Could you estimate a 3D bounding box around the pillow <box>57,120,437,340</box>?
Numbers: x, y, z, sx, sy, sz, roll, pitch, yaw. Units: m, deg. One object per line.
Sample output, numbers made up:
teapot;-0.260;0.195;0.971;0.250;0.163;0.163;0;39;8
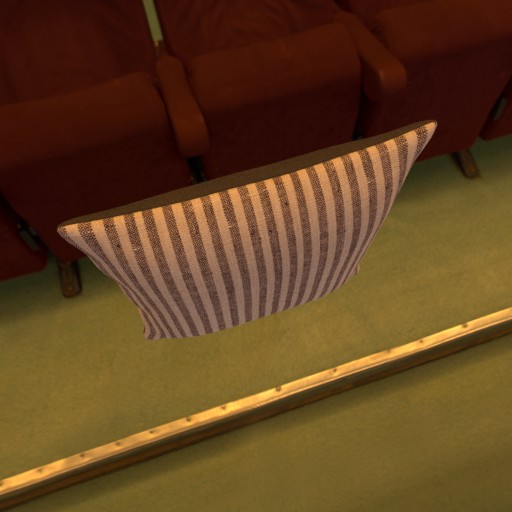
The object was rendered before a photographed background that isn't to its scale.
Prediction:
pillow;0.000;0.000;0.795;0.523;0.506;0.166;-17;67;-7
